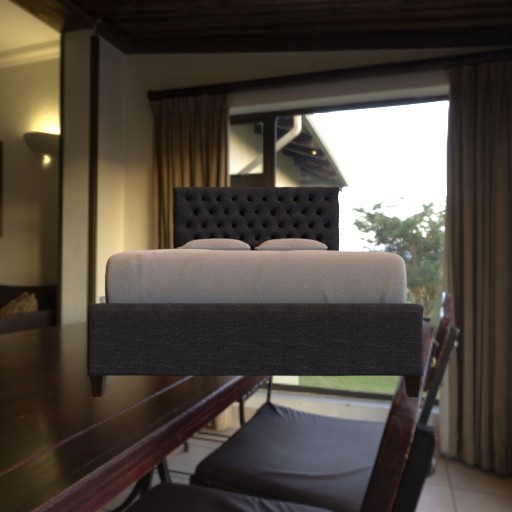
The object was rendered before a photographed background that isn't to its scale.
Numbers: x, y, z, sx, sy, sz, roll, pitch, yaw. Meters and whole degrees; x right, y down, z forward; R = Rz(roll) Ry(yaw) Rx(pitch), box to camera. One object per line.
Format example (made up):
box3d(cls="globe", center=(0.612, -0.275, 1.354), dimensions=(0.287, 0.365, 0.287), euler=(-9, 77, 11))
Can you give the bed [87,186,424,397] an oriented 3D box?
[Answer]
box3d(cls="bed", center=(0.000, 0.000, 3.375), dimensions=(1.698, 1.427, 2.387), euler=(0, -1, 0))
